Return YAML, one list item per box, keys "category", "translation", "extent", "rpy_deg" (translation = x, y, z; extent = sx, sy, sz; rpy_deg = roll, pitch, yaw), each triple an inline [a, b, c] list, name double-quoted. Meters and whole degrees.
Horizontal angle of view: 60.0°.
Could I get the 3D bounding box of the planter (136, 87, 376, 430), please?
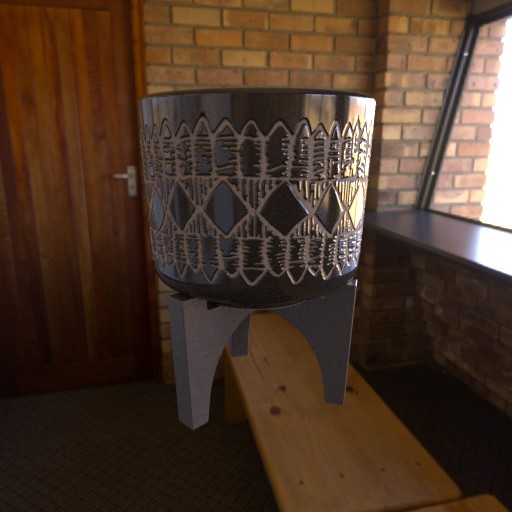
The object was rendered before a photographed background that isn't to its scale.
- category: "planter"
  translation: [0.000, 0.000, 0.268]
  extent: [0.129, 0.177, 0.129]
  rpy_deg: [0, 14, 0]
